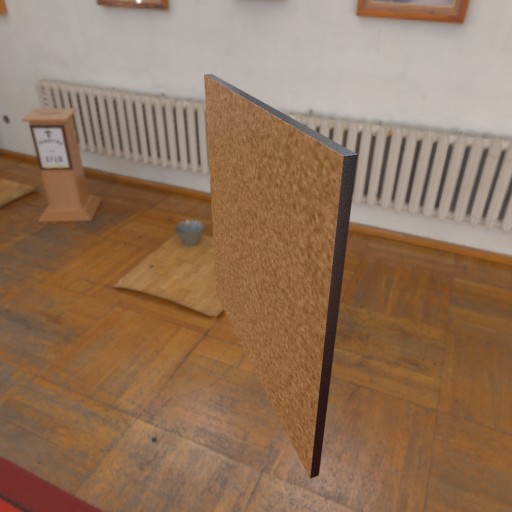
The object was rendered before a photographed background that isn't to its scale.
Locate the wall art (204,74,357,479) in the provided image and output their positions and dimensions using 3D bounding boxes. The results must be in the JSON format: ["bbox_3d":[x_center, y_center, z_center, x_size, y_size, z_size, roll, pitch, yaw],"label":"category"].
[{"bbox_3d":[0.000,0.000,0.661,0.014,0.445,0.446,-11,33,-18],"label":"wall art"}]
